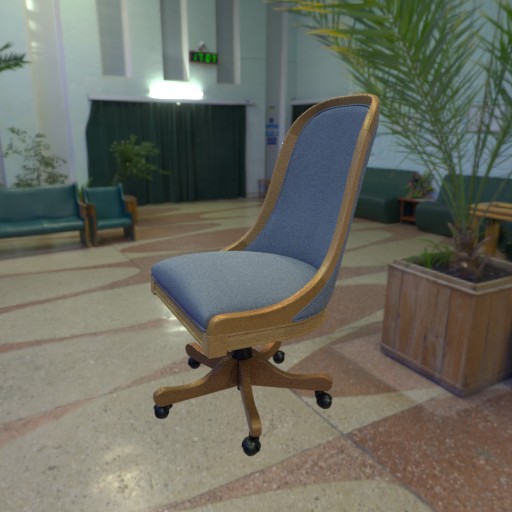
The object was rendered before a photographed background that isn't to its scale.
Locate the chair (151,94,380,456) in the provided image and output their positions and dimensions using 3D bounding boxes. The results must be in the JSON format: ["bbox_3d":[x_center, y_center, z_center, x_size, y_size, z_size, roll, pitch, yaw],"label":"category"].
[{"bbox_3d":[0.000,0.000,1.465,0.735,1.031,0.605,-8,17,-26],"label":"chair"}]
